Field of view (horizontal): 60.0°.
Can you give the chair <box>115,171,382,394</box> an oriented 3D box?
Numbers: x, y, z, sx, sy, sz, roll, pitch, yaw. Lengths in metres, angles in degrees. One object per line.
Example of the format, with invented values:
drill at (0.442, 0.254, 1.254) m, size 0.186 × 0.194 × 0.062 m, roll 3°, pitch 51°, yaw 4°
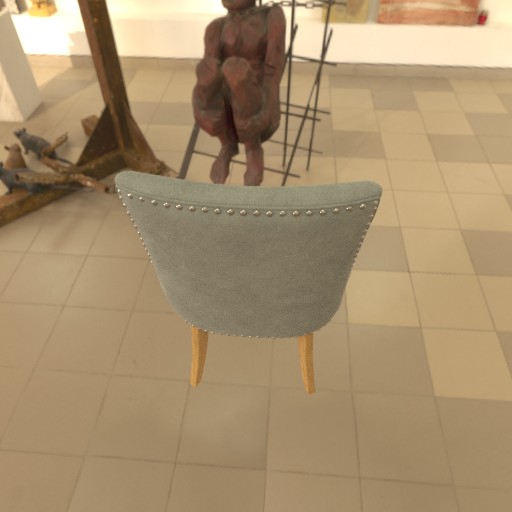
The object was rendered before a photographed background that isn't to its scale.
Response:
chair at (0.000, 0.000, 1.261) m, size 0.495 × 0.902 × 0.610 m, roll 3°, pitch 47°, yaw 3°
